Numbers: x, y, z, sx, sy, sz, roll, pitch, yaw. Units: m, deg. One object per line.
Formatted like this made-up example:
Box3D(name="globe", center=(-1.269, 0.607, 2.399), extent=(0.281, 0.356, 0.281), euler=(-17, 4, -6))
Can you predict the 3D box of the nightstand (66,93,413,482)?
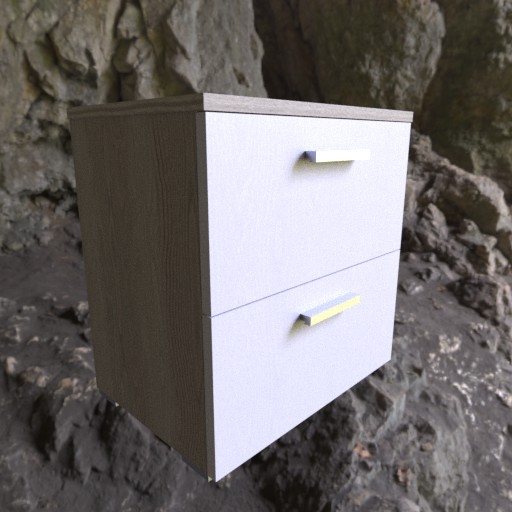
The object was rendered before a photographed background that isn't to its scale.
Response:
Box3D(name="nightstand", center=(0.000, 0.000, 0.734), extent=(0.325, 0.461, 0.442), euler=(14, 20, 43))
